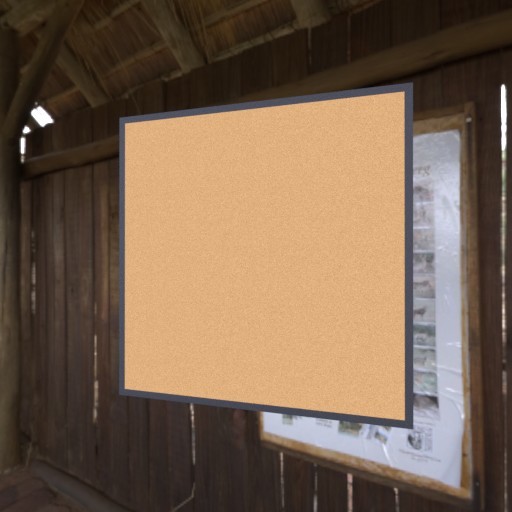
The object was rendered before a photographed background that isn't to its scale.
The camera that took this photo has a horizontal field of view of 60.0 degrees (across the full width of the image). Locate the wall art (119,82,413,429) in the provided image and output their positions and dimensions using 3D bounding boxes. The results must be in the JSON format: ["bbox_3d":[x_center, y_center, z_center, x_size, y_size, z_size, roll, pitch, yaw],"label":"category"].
[{"bbox_3d":[0.000,0.000,0.455,0.304,0.304,0.038,0,0,19],"label":"wall art"}]
